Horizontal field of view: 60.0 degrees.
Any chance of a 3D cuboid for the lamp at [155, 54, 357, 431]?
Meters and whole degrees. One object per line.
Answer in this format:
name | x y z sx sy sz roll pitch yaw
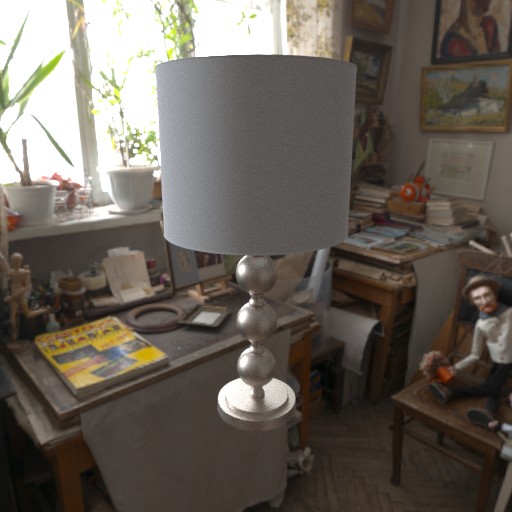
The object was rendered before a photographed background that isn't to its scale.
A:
lamp | 0.000 0.000 0.690 0.277 0.538 0.277 3 16 9
